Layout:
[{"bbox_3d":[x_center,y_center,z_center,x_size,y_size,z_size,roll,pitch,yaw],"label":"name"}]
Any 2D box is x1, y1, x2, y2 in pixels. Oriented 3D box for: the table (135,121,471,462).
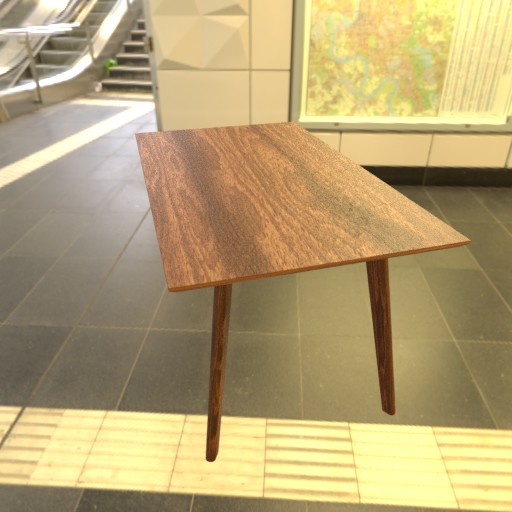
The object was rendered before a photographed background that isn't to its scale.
[{"bbox_3d":[0.000,0.000,1.825,0.801,0.724,1.349,-8,31,-14],"label":"table"}]
